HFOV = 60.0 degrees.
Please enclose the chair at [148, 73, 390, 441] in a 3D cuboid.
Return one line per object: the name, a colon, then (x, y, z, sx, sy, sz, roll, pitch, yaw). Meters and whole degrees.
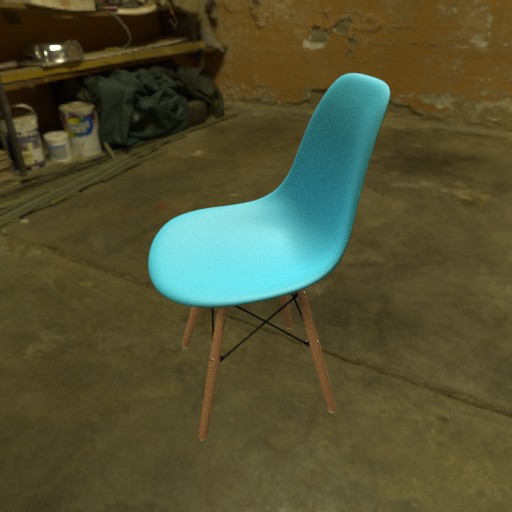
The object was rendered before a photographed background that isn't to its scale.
chair: (0.000, 0.000, 1.118, 0.531, 0.826, 0.470, -8, 31, -13)
